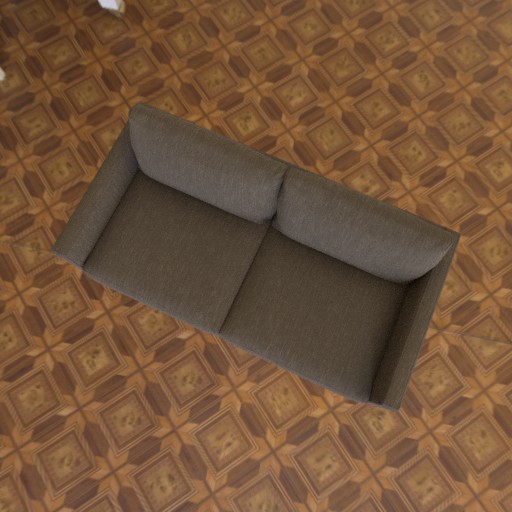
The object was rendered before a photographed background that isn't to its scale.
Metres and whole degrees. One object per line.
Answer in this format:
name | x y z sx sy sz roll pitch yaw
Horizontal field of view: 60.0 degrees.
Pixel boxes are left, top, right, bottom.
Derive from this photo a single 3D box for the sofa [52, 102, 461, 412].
sofa | 0.000 0.000 2.181 1.682 0.840 0.875 24 77 6
